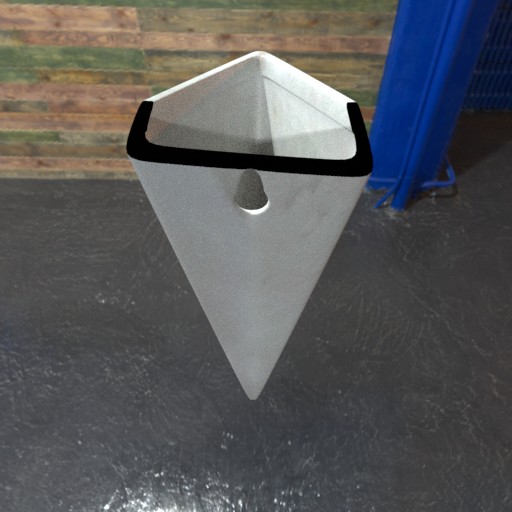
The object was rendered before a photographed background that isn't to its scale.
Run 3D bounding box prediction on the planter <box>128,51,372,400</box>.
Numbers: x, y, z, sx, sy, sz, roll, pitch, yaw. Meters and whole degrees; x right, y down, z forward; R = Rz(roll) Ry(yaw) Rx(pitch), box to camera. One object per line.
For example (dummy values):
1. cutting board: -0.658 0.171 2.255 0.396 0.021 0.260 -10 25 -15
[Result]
1. planter: 0.000 0.000 0.155 0.058 0.130 0.047 2 47 2
